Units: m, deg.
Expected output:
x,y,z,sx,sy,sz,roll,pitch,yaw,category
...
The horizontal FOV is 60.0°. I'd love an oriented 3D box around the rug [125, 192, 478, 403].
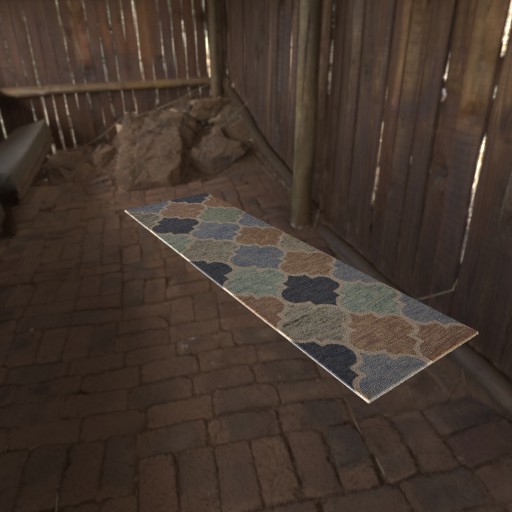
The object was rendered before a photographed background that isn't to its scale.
x,y,z,sx,sy,sz,roll,pitch,yaw,category
0.000,0.000,2.533,0.687,0.011,2.287,-18,32,-31,rug
